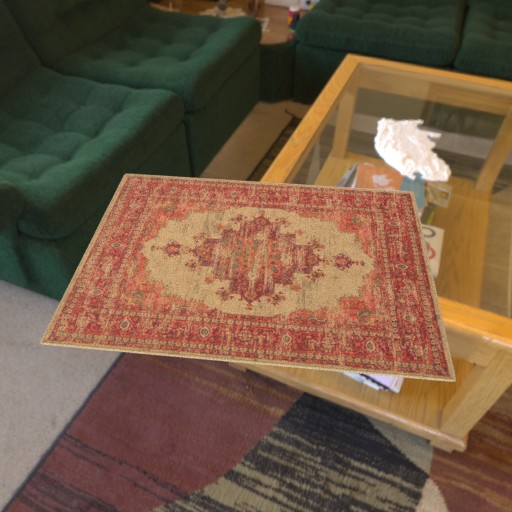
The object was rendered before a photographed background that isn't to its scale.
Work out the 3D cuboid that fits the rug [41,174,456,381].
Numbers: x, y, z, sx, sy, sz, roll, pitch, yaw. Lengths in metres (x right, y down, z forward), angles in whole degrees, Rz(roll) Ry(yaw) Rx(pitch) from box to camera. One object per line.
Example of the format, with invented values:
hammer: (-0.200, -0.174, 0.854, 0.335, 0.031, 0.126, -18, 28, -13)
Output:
rug: (0.000, 0.000, 2.884, 2.232, 0.011, 1.555, 4, 47, 4)
